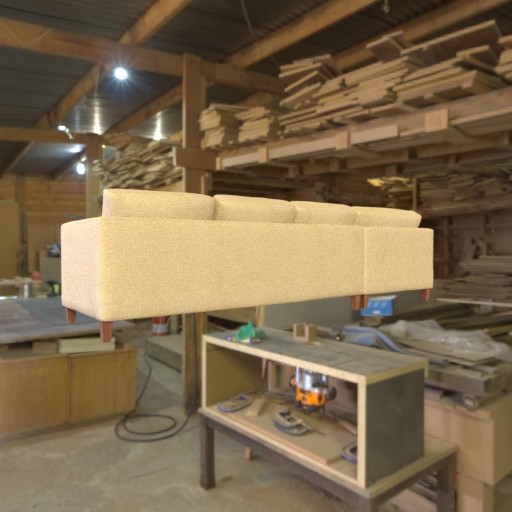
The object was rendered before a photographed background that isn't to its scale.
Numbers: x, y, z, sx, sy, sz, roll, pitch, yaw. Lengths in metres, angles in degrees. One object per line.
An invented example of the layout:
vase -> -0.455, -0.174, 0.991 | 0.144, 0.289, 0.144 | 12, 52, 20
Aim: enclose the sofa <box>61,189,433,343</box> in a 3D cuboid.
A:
sofa -> 0.000, 0.000, 3.891 | 3.201, 0.876, 1.502 | -1, 2, -37
